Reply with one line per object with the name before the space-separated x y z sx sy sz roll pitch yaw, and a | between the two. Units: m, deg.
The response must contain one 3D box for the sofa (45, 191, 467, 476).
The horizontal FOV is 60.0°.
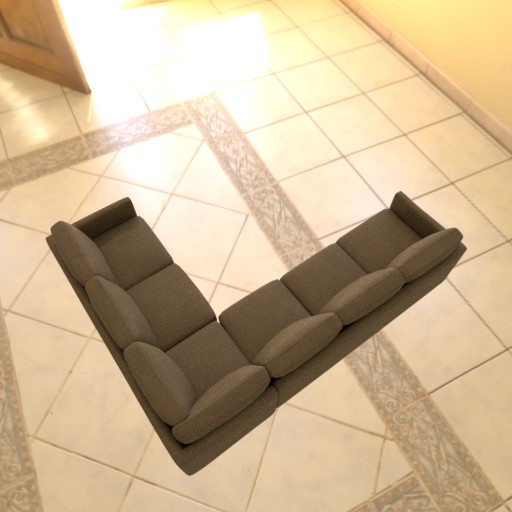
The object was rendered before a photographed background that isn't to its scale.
sofa | 0.000 0.000 4.509 3.302 0.947 2.593 -32 63 -19
